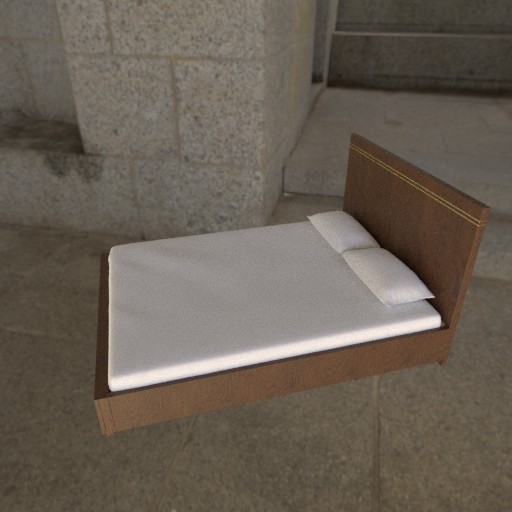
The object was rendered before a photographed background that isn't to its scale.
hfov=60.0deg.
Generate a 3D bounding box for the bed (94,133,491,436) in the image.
[{"bbox_3d":[0.000,0.000,3.132,2.221,1.169,1.613,-8,31,-13],"label":"bed"}]
